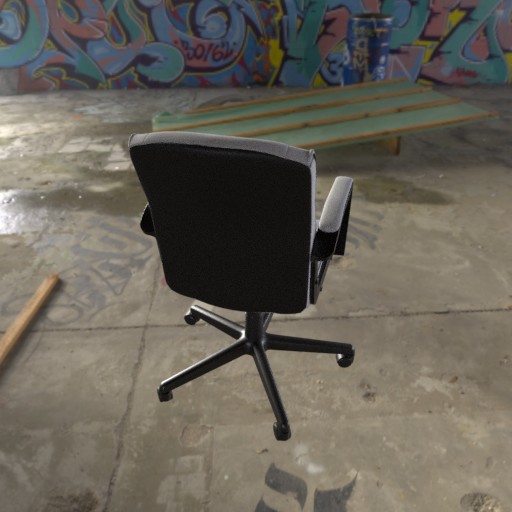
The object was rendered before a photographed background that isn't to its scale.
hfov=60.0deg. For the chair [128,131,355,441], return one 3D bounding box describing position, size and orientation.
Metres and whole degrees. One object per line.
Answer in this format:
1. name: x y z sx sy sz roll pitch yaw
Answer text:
1. chair: 0.000 0.000 1.486 0.739 1.004 0.717 9 33 14
